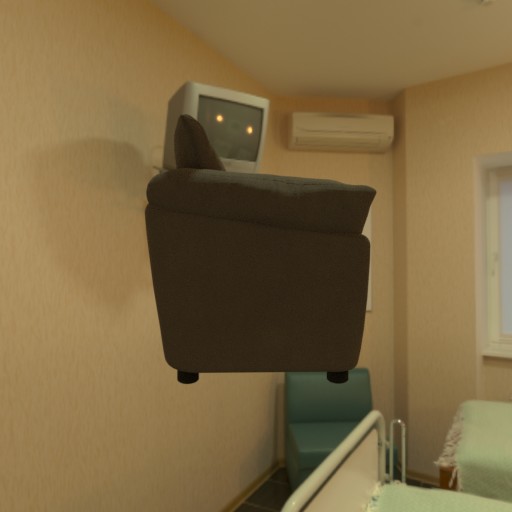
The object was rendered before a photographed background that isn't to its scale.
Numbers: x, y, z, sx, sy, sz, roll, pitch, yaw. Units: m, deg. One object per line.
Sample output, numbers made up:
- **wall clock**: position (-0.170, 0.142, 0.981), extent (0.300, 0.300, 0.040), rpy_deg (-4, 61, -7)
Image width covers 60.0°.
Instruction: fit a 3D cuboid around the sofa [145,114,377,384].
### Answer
- **sofa**: position (0.000, 0.000, 2.783), extent (0.878, 1.073, 2.336), rpy_deg (0, -1, -1)
